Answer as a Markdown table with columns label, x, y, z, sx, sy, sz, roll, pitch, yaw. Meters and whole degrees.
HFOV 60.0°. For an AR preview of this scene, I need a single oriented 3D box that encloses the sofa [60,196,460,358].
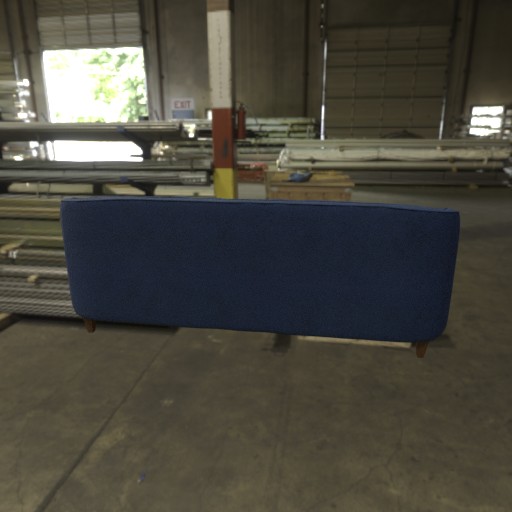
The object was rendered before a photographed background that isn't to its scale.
| label | x | y | z | sx | sy | sz | roll | pitch | yaw |
| --- | --- | --- | --- | --- | --- | --- | --- | --- | --- |
| sofa | 0.000 | 0.000 | 2.798 | 2.278 | 0.855 | 0.941 | 3 | 17 | 9 |
